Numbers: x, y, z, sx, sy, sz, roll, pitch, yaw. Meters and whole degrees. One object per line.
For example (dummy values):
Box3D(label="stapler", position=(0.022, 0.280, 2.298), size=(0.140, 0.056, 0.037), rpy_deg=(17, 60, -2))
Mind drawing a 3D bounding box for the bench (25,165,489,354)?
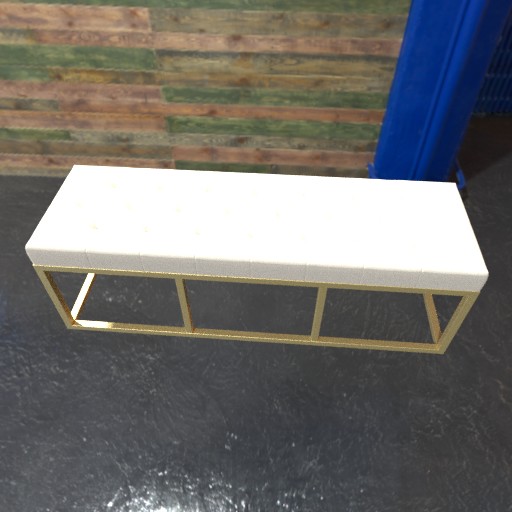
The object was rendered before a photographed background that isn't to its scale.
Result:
Box3D(label="bench", position=(0.000, 0.000, 1.704), size=(1.473, 0.484, 0.457), rpy_deg=(3, 47, 3))
